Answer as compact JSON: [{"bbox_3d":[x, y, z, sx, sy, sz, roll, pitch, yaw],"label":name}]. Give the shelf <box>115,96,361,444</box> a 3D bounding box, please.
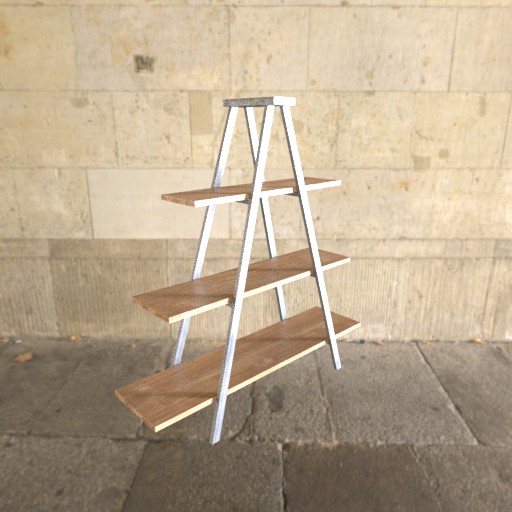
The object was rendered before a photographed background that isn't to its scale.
[{"bbox_3d":[0.000,0.000,2.697,1.746,1.808,0.508,-15,22,-41],"label":"shelf"}]
